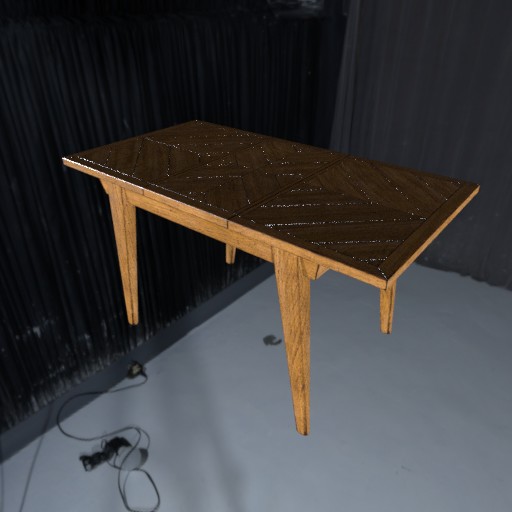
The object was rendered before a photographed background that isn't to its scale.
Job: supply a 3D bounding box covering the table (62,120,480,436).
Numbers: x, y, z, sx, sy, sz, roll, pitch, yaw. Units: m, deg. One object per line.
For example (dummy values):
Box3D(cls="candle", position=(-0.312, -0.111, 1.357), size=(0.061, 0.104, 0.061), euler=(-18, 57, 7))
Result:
Box3D(cls="table", position=(0.000, 0.000, 1.866), size=(1.400, 0.760, 0.757), euler=(23, 38, 32))
